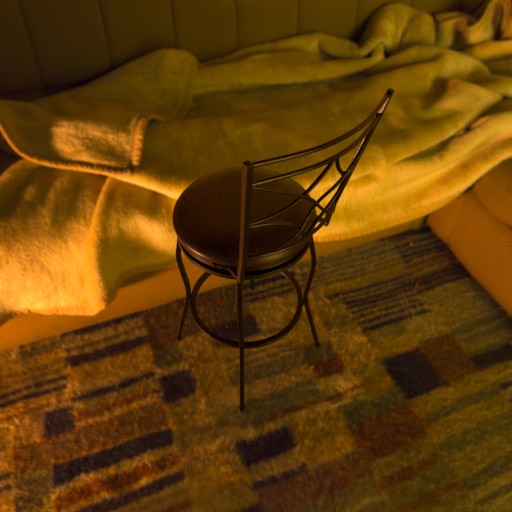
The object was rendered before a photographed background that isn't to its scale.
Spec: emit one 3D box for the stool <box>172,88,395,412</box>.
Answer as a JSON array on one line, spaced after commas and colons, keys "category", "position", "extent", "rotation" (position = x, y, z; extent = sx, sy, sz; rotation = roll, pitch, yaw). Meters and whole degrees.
[{"category": "stool", "position": [0.000, 0.000, 1.402], "extent": [0.434, 1.117, 0.534], "rotation": [-33, 55, -27]}]
